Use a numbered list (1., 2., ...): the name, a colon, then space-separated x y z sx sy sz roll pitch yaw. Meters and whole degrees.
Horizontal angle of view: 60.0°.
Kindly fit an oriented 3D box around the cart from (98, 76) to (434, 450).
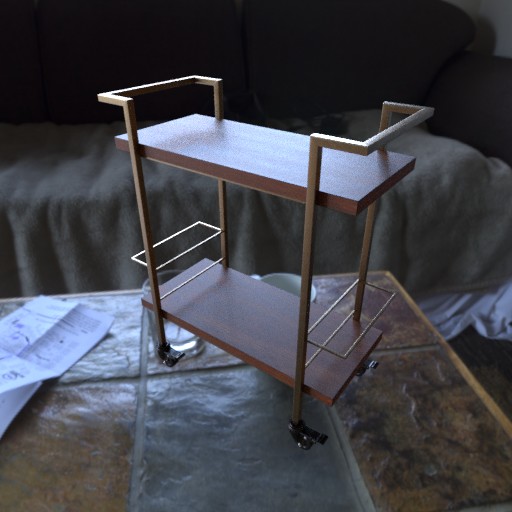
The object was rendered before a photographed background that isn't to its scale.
1. cart: 0.000 0.000 1.194 0.695 0.807 0.364 21 37 31
